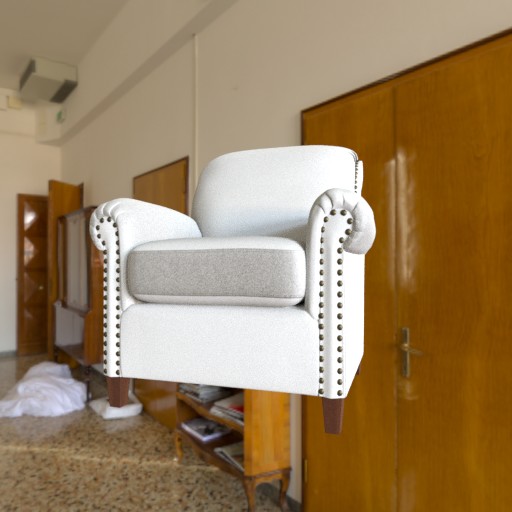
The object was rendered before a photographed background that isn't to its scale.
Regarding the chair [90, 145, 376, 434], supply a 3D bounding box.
[{"bbox_3d":[0.000,0.000,1.613,0.854,0.927,0.890,0,0,18],"label":"chair"}]
